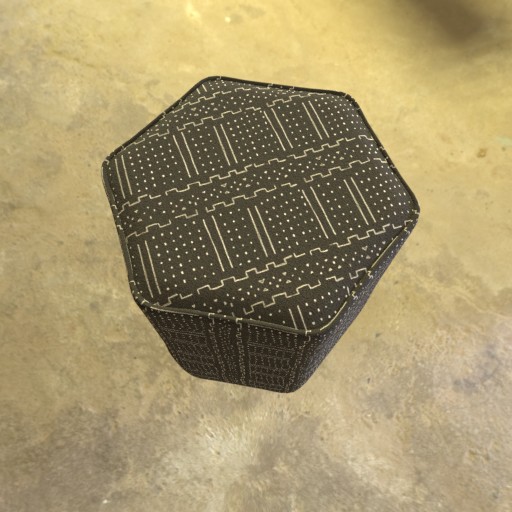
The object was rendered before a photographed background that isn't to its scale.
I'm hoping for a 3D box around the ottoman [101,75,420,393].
[{"bbox_3d":[0.000,0.000,0.881,0.443,0.502,0.494,-18,65,-9],"label":"ottoman"}]
